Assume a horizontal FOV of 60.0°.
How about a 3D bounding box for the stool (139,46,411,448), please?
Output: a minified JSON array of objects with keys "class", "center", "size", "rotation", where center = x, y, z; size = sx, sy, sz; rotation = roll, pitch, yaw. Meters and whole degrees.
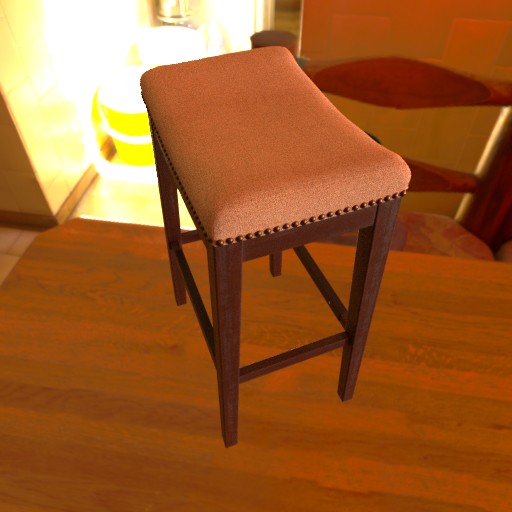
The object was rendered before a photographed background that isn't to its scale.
[{"class":"stool","center":[0.000,0.000,1.043],"size":[0.363,0.768,0.509],"rotation":[-16,48,-15]}]
